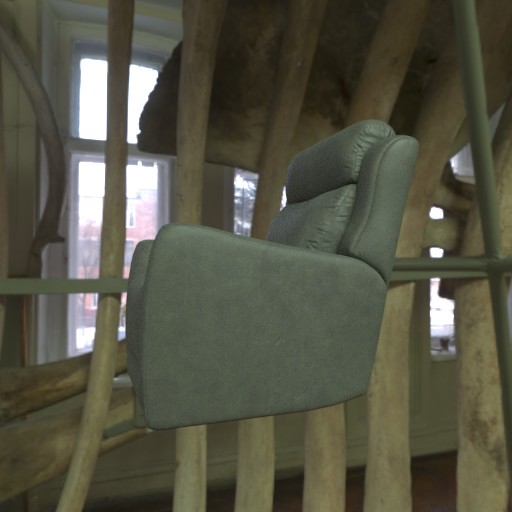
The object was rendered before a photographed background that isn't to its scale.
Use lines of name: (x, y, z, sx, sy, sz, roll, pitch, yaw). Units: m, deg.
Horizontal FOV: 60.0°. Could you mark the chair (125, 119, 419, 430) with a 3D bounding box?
chair: (0.000, 0.000, 1.937, 1.068, 1.116, 0.965, 0, -1, -19)
